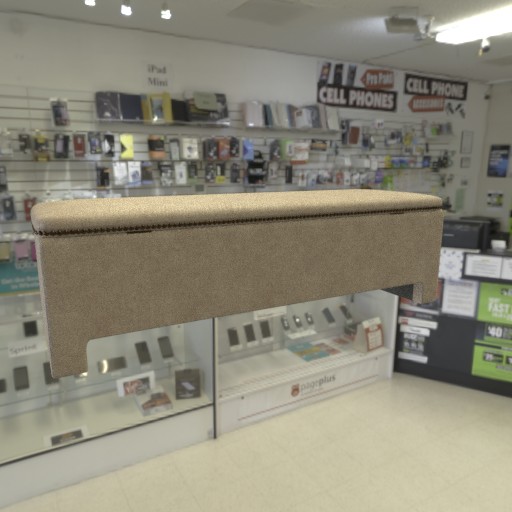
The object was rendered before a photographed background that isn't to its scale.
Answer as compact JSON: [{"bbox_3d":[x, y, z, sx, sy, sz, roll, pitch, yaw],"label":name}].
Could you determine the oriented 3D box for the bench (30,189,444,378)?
[{"bbox_3d":[0.000,0.000,1.667,1.482,0.447,0.470,-6,14,-27],"label":"bench"}]
